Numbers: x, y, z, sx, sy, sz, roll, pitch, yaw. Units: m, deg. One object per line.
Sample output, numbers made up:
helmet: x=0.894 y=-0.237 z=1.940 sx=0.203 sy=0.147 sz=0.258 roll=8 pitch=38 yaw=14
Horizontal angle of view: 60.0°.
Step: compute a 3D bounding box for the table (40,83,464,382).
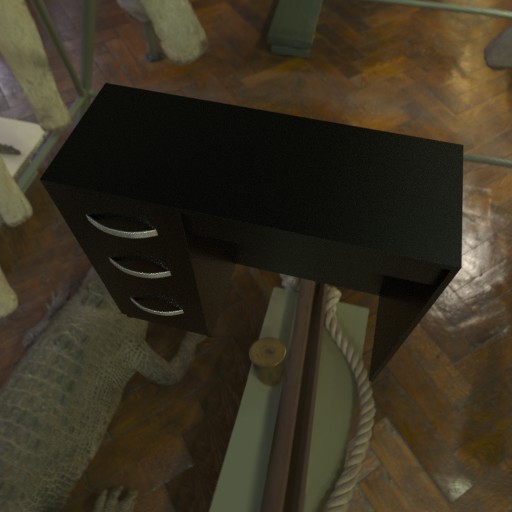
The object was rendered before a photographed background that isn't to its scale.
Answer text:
table: x=0.000 y=0.000 z=1.363 sx=0.930 sy=0.790 sz=0.380 roll=12 pitch=59 yaw=8
